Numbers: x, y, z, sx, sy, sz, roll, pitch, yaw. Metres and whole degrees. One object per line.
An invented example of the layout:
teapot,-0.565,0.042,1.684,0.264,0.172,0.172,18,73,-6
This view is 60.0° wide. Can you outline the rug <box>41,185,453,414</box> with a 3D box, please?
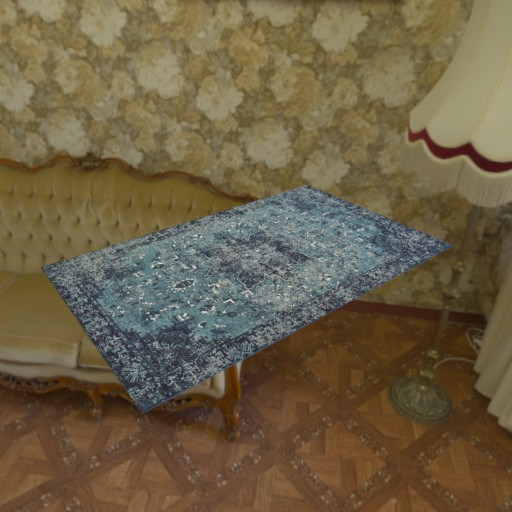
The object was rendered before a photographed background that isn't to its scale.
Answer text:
rug,0.000,0.000,3.074,2.440,0.007,1.525,-22,36,-32
